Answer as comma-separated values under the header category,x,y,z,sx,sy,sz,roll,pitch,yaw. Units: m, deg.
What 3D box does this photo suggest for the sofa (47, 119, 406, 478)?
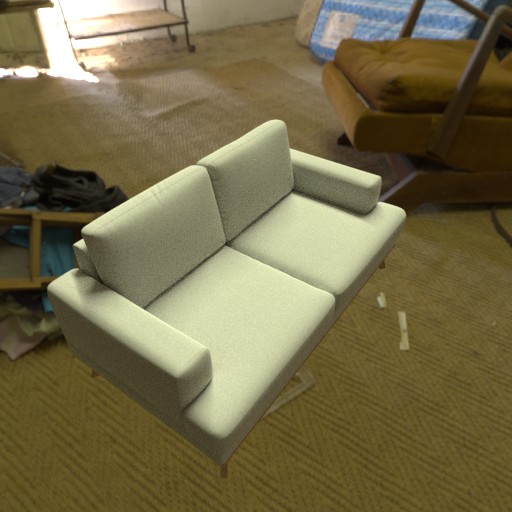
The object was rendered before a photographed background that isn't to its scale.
category,x,y,z,sx,sy,sz,roll,pitch,yaw
sofa,0.000,0.000,2.136,0.915,0.810,1.651,25,46,27
